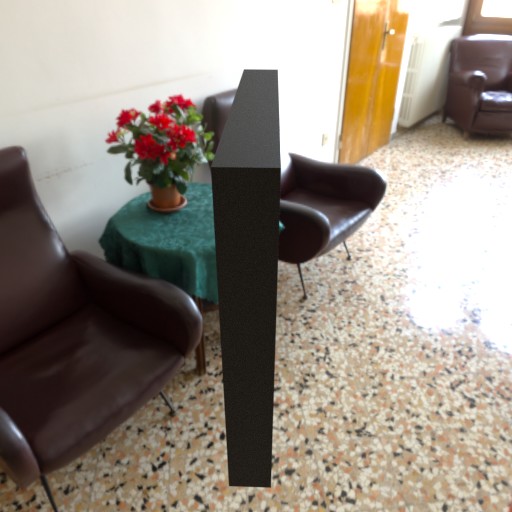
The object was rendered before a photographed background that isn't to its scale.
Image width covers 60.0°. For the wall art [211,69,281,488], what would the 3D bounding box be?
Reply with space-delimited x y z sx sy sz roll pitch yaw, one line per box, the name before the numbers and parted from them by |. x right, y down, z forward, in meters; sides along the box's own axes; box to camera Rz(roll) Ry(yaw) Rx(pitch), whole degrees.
wall art | 0.000 0.000 0.450 0.038 0.304 0.304 1 32 2
